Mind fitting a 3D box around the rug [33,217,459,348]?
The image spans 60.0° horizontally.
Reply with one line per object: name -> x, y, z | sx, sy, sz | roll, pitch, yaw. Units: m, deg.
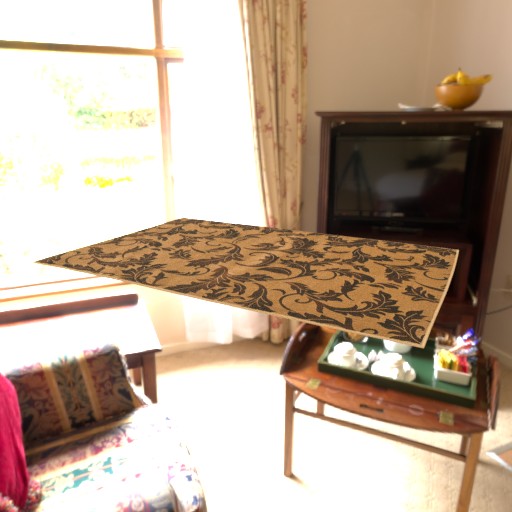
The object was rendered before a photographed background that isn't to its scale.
rug -> 0.000, 0.000, 2.827 | 2.284, 0.008, 1.522 | 9, 19, 27
